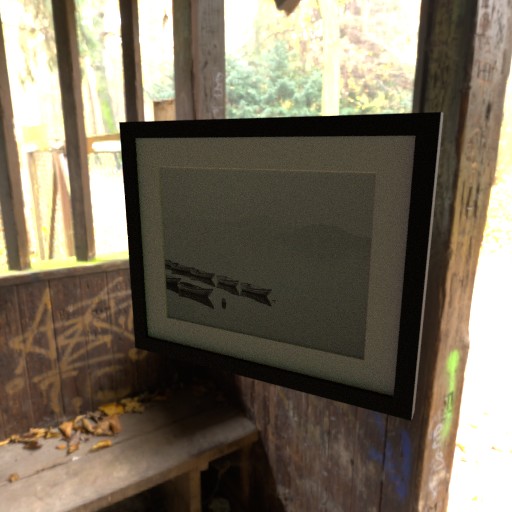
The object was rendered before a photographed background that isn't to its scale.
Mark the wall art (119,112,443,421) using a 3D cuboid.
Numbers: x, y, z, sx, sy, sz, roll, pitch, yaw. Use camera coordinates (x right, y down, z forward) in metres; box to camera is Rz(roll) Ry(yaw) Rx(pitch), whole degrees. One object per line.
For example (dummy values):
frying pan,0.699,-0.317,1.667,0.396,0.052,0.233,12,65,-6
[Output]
wall art,0.000,0.000,0.764,0.554,0.454,0.030,7,16,26
